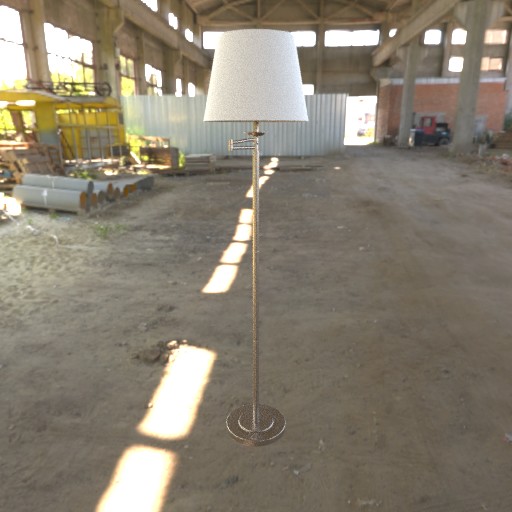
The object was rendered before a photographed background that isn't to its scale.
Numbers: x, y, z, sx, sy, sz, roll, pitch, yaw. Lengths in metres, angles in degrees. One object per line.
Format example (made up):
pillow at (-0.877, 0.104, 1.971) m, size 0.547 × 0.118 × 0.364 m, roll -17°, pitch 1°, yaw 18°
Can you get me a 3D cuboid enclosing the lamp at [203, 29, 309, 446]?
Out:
lamp at (0.000, 0.000, 1.639) m, size 0.355 × 1.473 × 0.355 m, roll 0°, pitch 16°, yaw 0°
